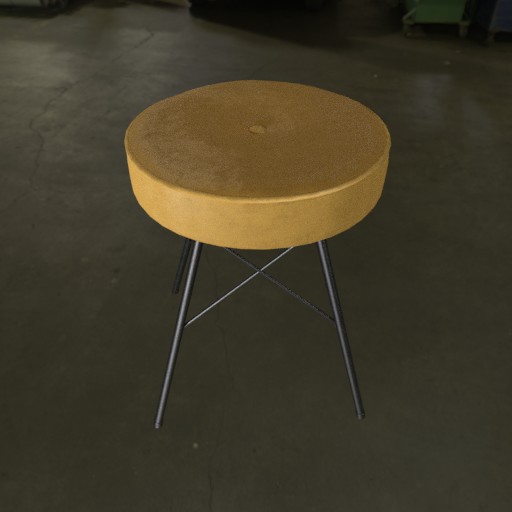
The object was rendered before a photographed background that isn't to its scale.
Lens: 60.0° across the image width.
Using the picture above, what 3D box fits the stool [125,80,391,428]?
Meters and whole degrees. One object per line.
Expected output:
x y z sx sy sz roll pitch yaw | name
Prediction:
0.000 0.000 0.910 0.472 0.595 0.438 0 41 0 | stool
